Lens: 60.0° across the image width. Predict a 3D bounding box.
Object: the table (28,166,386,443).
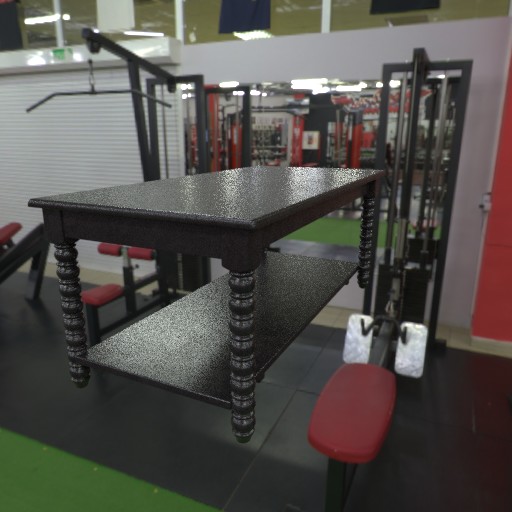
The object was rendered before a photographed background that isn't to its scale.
[{"bbox_3d":[0.000,0.000,1.439,0.580,0.487,1.171,8,17,25],"label":"table"}]
